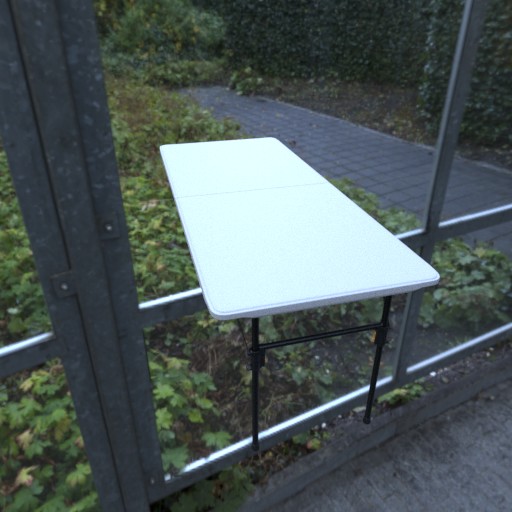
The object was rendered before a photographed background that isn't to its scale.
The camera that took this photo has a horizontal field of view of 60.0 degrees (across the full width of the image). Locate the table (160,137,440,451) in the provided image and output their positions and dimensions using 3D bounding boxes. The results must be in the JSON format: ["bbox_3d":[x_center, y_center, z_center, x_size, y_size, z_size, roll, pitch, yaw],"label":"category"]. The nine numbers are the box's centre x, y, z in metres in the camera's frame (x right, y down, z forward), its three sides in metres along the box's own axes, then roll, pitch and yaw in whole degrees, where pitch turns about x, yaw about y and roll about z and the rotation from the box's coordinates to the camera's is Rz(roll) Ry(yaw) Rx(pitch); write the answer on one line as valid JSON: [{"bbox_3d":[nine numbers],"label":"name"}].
[{"bbox_3d":[0.000,0.000,2.271,0.761,0.719,1.829,-8,30,-13],"label":"table"}]
